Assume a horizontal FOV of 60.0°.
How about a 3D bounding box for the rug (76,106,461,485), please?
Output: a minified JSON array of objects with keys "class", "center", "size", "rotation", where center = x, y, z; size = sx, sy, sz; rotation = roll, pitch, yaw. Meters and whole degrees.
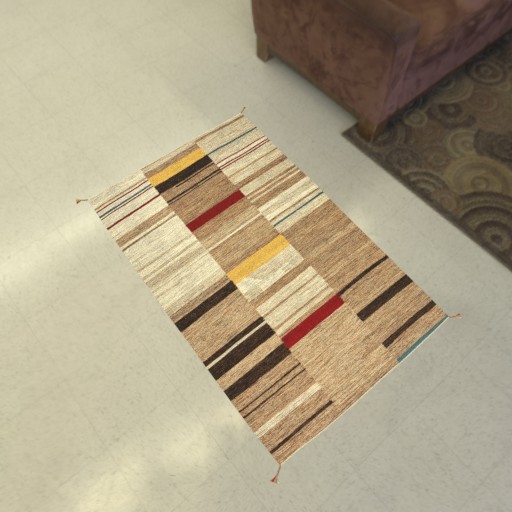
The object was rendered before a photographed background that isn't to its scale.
[{"class":"rug","center":[0.000,0.000,2.462],"size":[1.268,0.007,1.918],"rotation":[-35,68,-16]}]
